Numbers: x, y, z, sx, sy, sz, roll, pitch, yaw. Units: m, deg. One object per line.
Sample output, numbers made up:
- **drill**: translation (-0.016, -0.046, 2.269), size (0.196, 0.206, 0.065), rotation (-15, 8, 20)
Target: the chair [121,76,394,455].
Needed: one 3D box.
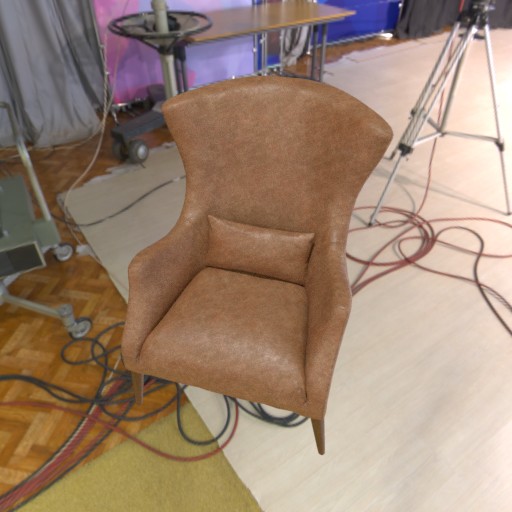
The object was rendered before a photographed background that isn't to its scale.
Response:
- **chair**: translation (0.000, 0.000, 1.742), size (0.846, 1.067, 0.955), rotation (11, 42, 12)
